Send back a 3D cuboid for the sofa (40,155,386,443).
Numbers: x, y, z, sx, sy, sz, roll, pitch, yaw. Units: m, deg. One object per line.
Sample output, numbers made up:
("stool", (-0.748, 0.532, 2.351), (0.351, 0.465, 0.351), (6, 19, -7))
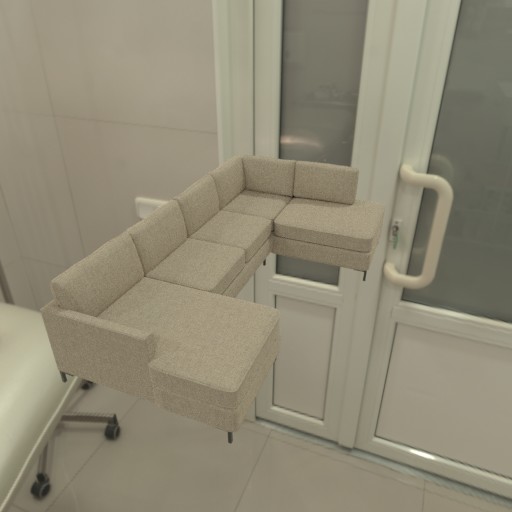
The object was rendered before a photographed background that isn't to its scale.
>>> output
("sofa", (0.000, 0.000, 4.330), (2.021, 0.996, 3.423), (11, 32, 19))
